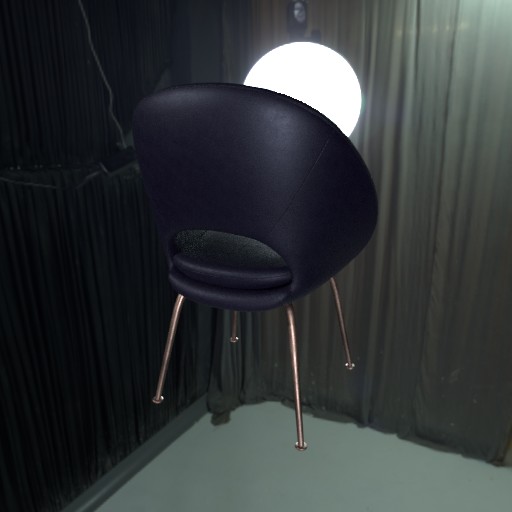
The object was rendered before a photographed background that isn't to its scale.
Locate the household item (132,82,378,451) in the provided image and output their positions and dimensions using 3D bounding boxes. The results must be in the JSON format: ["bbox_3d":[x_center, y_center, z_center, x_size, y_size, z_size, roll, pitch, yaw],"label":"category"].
[{"bbox_3d":[0.000,0.000,1.237,0.623,0.852,0.573,7,17,26],"label":"household item"}]
